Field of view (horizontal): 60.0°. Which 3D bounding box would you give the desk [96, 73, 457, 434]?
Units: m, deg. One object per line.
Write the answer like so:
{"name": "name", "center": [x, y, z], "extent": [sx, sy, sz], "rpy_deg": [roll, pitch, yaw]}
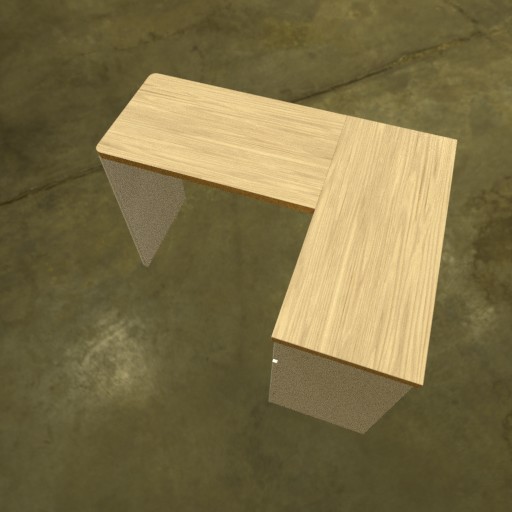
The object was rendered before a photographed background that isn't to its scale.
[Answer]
{"name": "desk", "center": [0.000, 0.000, 1.731], "extent": [1.170, 0.760, 0.900], "rpy_deg": [16, 59, 10]}
